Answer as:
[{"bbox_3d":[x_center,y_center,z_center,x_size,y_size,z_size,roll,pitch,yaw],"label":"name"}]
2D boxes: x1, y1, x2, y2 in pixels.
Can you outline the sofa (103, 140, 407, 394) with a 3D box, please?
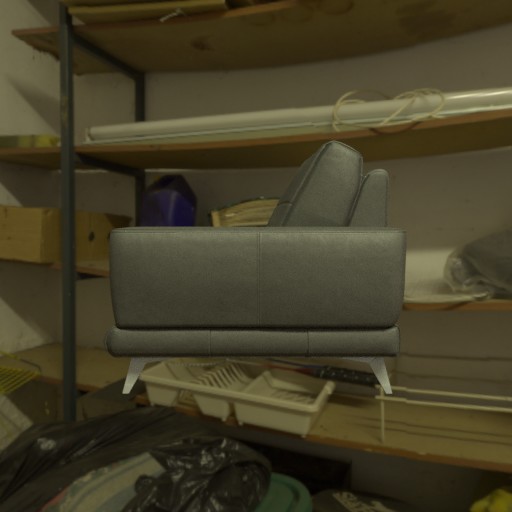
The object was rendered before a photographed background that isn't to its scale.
[{"bbox_3d":[0.000,0.000,2.328,1.018,0.907,1.806,0,1,0],"label":"sofa"}]
